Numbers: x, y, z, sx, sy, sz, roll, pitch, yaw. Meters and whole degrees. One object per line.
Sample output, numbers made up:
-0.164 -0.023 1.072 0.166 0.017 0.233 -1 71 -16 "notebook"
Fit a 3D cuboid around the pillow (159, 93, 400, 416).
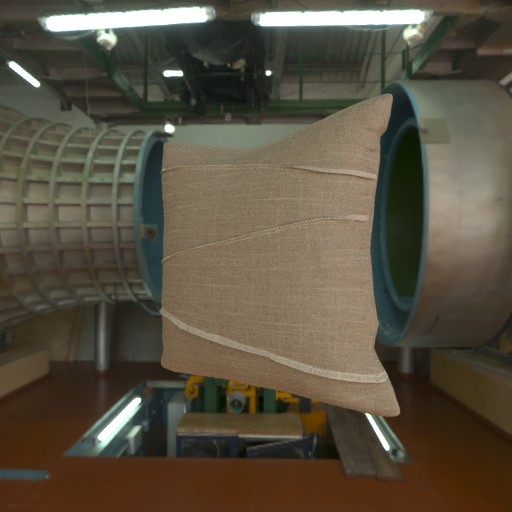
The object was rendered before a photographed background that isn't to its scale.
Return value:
0.000 0.000 0.659 0.424 0.400 0.169 0 0 36 "pillow"
